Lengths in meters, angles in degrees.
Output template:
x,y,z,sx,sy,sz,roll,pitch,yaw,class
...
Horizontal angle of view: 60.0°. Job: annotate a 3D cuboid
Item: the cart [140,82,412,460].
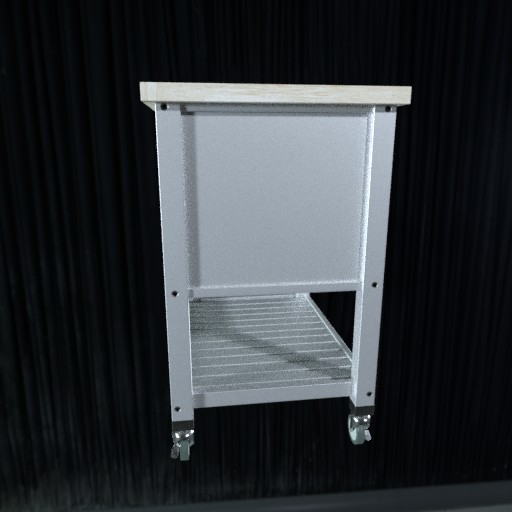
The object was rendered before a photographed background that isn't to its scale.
x,y,z,sx,sy,sz,roll,pitch,yaw,class
0.000,0.000,1.377,0.559,0.914,0.762,-2,15,-8,cart
